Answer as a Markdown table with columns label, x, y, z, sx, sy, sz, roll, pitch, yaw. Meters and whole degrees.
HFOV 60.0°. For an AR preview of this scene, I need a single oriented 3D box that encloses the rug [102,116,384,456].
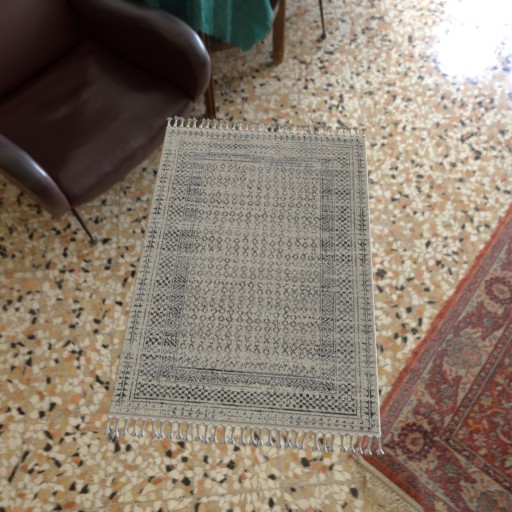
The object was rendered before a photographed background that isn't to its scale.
| label | x | y | z | sx | sy | sz | roll | pitch | yaw |
| --- | --- | --- | --- | --- | --- | --- | --- | --- | --- |
| rug | 0.000 | 0.000 | 2.339 | 1.243 | 0.013 | 1.872 | 4 | 64 | 2 |
